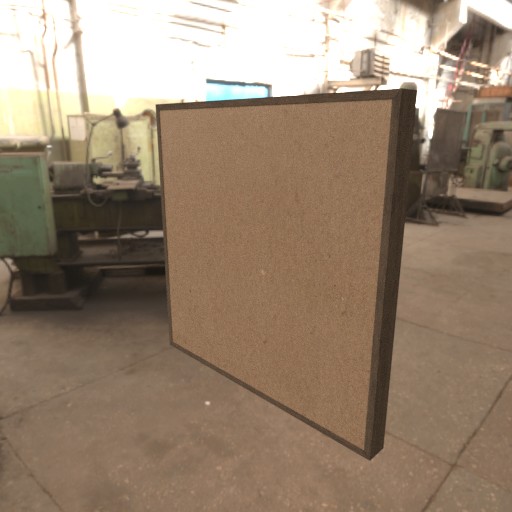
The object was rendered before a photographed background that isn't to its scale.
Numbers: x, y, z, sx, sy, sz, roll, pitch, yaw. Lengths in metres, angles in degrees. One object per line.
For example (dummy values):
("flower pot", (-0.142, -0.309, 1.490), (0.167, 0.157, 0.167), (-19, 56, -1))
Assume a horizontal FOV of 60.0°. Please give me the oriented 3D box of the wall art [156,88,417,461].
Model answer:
("wall art", (0.000, 0.000, 0.759), (0.038, 0.508, 0.508), (-15, 22, -43))
